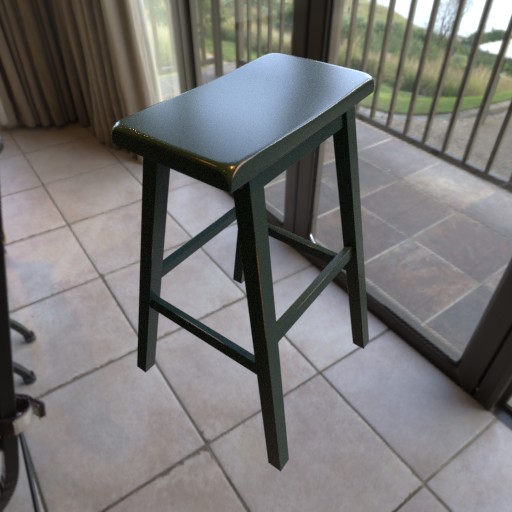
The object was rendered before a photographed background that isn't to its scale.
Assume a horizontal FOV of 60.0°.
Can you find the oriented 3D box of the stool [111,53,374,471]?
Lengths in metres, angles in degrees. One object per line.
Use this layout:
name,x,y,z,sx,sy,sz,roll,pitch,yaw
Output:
stool,0.000,0.000,1.008,0.476,0.737,0.457,26,48,26
